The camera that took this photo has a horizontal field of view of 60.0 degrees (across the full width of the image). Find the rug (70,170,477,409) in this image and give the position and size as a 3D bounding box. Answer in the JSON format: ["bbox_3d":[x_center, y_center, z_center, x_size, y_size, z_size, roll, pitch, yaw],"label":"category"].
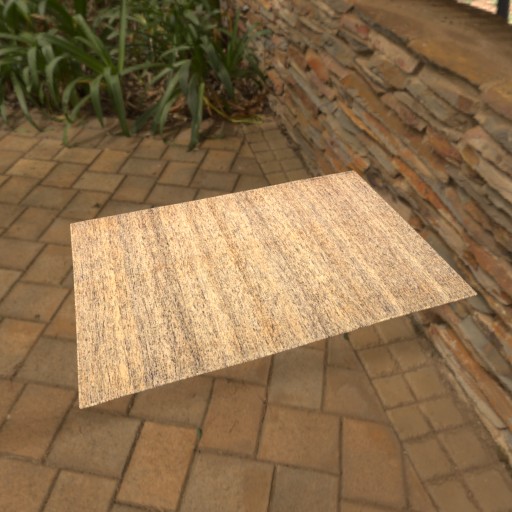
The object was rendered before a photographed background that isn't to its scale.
[{"bbox_3d":[0.000,0.000,2.352,1.846,0.014,1.243,-13,43,-14],"label":"rug"}]
